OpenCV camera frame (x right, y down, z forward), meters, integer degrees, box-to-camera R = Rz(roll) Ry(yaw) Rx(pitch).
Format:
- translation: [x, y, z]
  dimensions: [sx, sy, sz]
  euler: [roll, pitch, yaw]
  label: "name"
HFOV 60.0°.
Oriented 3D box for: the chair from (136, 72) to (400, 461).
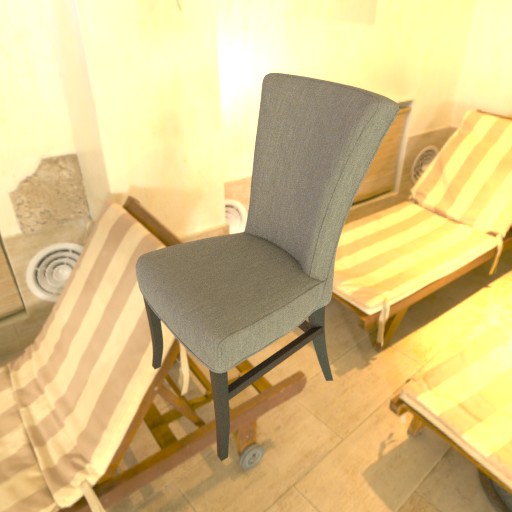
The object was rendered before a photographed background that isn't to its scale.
- translation: [0.000, 0.000, 1.404]
  dimensions: [0.660, 0.991, 0.520]
  euler: [-21, 37, -30]
  label: "chair"
